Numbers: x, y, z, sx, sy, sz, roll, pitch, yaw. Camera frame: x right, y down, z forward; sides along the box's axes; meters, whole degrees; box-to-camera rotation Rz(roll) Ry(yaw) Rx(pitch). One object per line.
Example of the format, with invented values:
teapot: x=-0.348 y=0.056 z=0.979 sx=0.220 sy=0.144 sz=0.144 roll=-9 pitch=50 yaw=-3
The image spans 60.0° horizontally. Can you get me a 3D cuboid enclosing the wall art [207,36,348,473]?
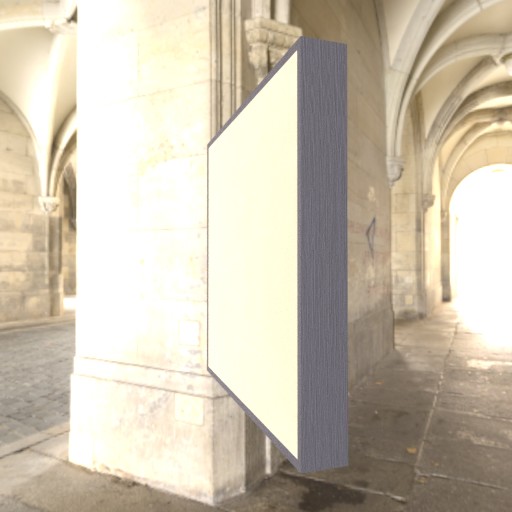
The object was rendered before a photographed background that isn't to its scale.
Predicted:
wall art: x=0.000 y=0.000 z=0.453 sx=0.036 sy=0.300 sz=0.302 roll=0 pitch=-1 yaw=-19
